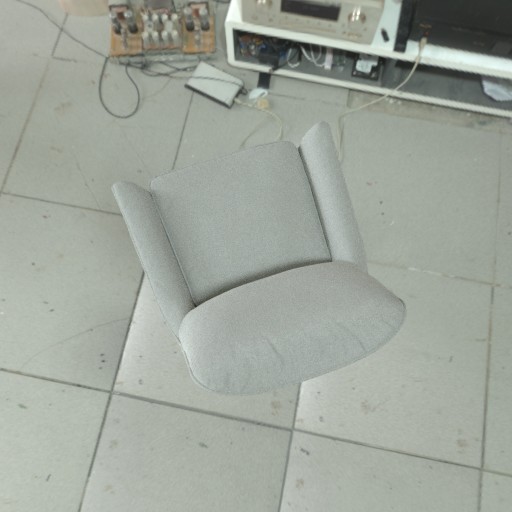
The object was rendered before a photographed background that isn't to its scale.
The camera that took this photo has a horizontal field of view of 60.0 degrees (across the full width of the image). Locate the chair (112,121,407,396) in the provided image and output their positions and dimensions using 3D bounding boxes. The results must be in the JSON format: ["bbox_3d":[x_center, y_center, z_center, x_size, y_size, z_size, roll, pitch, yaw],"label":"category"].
[{"bbox_3d":[0.000,0.000,1.478,0.787,0.888,0.822,-18,75,-5],"label":"chair"}]
